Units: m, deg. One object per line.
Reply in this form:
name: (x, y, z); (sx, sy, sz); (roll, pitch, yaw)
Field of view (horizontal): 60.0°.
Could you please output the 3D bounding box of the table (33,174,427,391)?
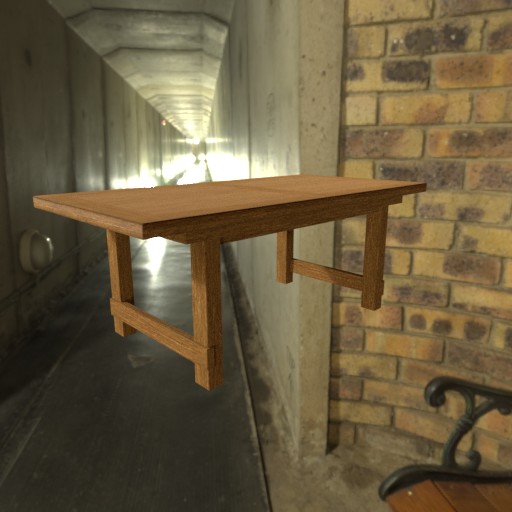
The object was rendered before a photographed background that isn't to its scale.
table: (0.000, 0.000, 2.517); (1.982, 0.762, 1.000); (-14, 20, -42)
